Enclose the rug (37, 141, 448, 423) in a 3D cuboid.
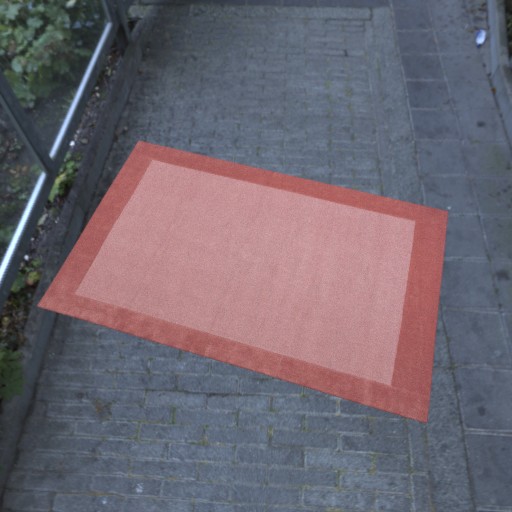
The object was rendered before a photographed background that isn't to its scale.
[{"bbox_3d":[0.000,0.000,3.004,2.438,0.014,1.524,15,60,9],"label":"rug"}]
